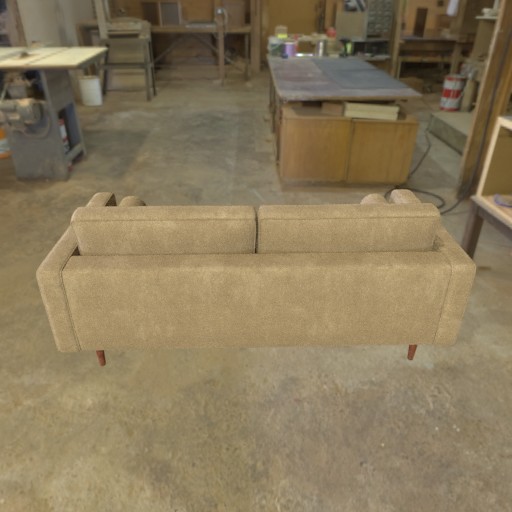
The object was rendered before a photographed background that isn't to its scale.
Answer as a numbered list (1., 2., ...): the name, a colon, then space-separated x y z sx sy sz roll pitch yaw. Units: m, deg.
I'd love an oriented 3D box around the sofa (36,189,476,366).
1. sofa: 0.000 0.000 2.319 1.883 0.769 0.920 -1 30 -1
